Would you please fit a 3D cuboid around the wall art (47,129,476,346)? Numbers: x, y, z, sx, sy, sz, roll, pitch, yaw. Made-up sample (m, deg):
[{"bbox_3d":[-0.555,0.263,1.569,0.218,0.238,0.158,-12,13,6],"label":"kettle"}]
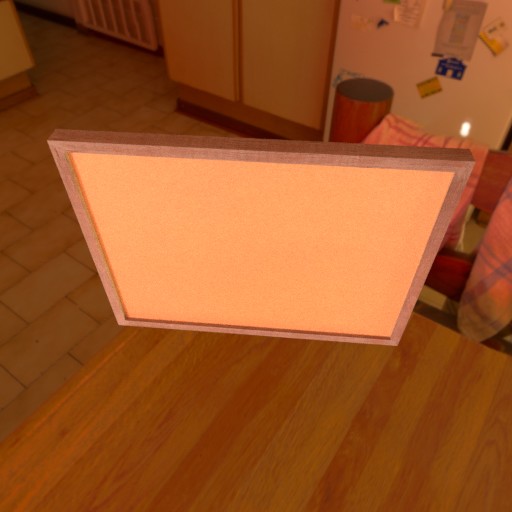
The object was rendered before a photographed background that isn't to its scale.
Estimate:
[{"bbox_3d":[0.000,0.000,1.750,1.320,1.009,0.070,4,46,3],"label":"wall art"}]
